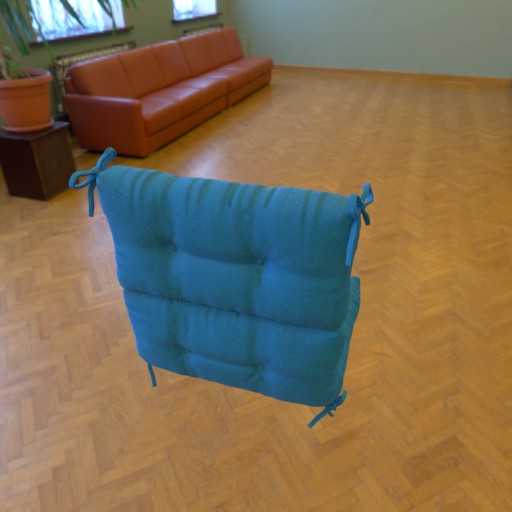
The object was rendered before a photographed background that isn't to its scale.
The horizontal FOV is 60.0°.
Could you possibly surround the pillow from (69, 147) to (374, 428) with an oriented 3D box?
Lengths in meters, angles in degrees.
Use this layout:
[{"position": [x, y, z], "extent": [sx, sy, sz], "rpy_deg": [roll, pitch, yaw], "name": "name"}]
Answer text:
[{"position": [0.000, 0.000, 1.045], "extent": [0.519, 0.605, 0.571], "rpy_deg": [10, 33, 15], "name": "pillow"}]
